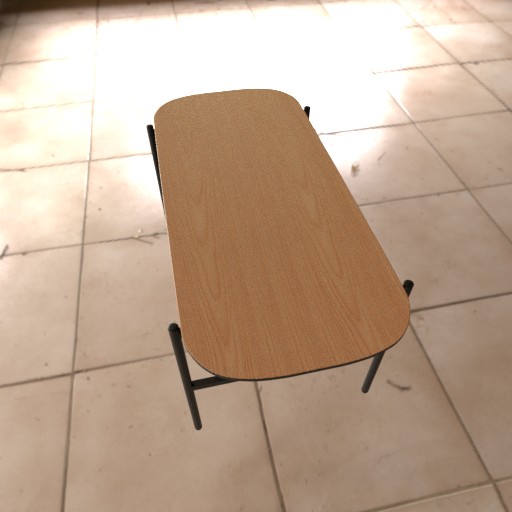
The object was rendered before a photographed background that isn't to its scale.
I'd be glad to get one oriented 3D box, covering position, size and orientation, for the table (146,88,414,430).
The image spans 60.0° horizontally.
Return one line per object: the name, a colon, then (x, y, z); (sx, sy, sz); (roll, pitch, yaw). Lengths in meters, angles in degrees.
table: (0.000, 0.000, 1.028); (0.400, 0.400, 0.800); (-9, 49, -8)
